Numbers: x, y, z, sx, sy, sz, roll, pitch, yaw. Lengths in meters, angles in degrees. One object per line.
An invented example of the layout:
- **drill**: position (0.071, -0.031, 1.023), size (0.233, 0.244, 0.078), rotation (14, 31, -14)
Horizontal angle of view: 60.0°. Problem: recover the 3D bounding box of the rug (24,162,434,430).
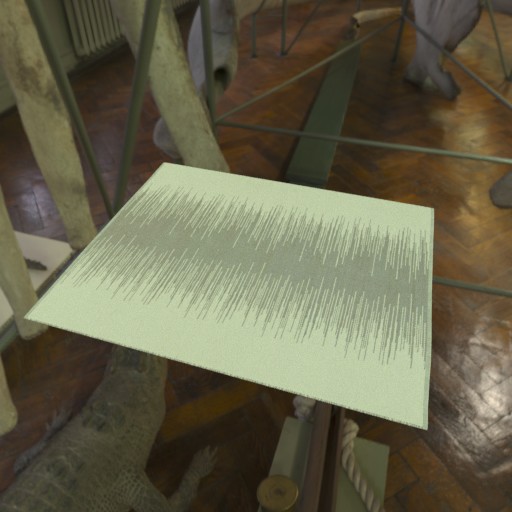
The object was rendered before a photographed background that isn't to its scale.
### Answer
- **rug**: position (0.000, 0.000, 3.973), size (3.037, 0.010, 2.453), rotation (12, 44, 13)
